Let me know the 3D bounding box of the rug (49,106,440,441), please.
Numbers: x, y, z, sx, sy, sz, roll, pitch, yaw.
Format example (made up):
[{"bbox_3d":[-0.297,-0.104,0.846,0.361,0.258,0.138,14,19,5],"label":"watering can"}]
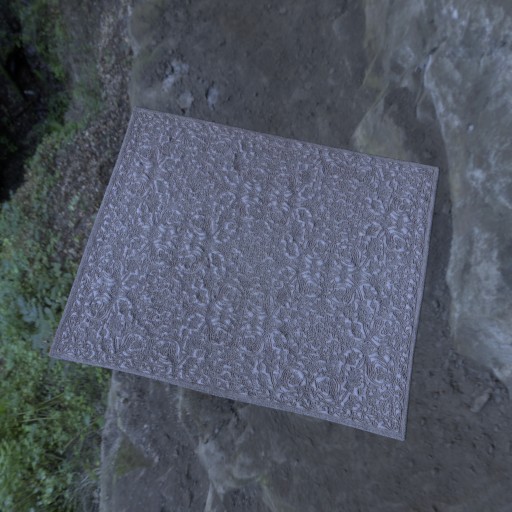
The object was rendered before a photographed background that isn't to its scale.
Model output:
[{"bbox_3d":[0.000,0.000,3.955,3.017,0.035,2.472,12,75,3],"label":"rug"}]
